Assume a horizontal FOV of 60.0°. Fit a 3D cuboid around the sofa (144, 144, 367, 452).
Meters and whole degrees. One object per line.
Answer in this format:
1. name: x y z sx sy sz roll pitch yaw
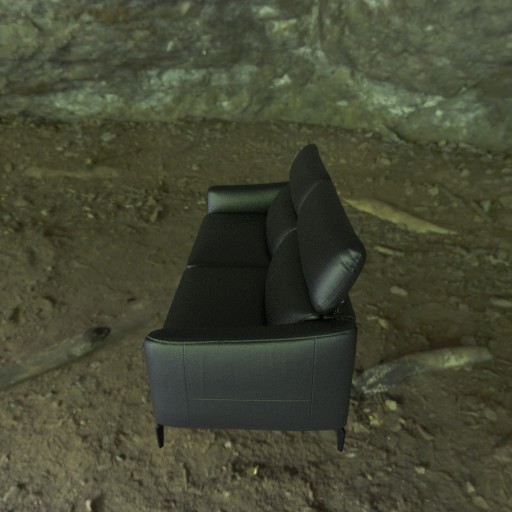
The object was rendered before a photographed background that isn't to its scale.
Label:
1. sofa: 0.000 0.000 2.594 0.856 0.957 2.069 1 26 1
